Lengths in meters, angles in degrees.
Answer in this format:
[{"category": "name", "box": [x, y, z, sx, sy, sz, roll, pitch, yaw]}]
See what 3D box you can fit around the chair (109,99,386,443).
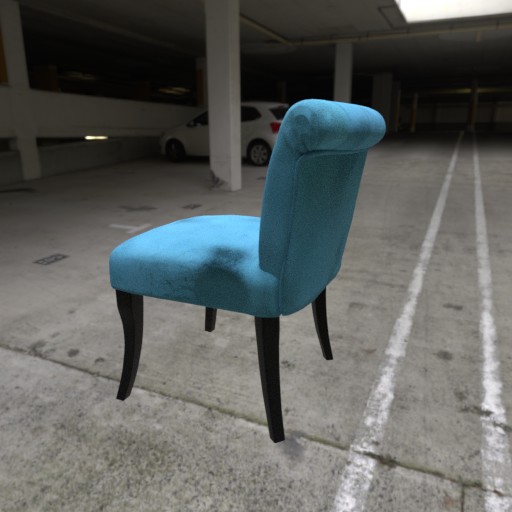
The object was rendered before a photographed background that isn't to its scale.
[{"category": "chair", "box": [0.000, 0.000, 1.187, 0.605, 0.750, 0.582, 7, 17, 24]}]
